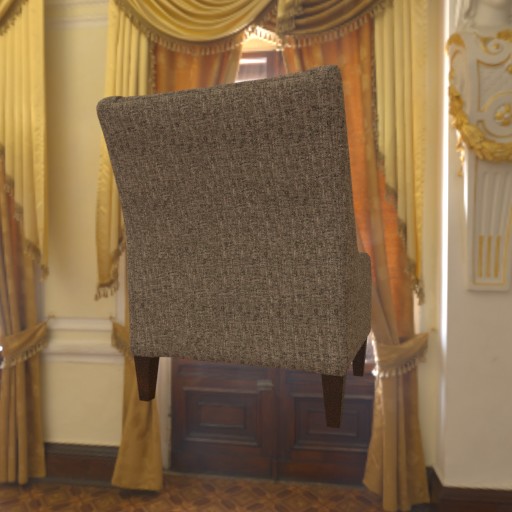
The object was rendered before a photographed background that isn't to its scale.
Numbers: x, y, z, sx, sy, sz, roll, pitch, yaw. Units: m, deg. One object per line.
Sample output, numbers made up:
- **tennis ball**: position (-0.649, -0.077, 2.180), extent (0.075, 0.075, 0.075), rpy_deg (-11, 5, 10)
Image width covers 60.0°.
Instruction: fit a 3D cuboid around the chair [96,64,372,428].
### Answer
- **chair**: position (0.000, 0.000, 1.648), extent (0.774, 1.014, 0.870), rpy_deg (0, 1, 20)
